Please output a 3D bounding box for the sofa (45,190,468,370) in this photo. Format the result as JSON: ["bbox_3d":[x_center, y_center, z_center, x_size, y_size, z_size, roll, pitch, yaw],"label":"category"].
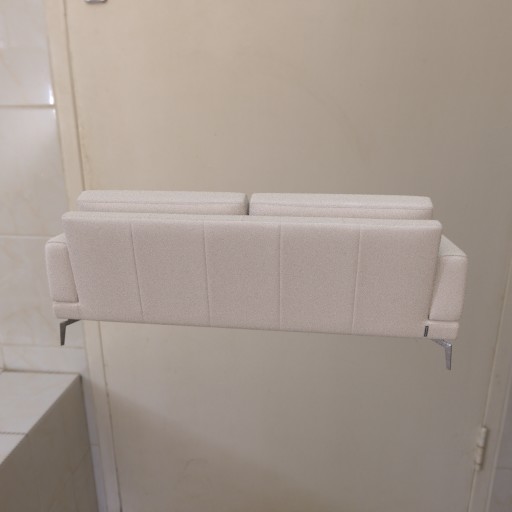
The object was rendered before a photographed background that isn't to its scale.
[{"bbox_3d":[0.000,0.000,2.404,1.940,0.765,0.974,2,17,7],"label":"sofa"}]
